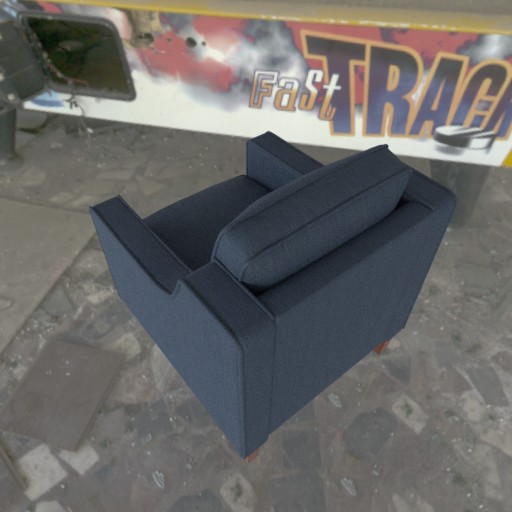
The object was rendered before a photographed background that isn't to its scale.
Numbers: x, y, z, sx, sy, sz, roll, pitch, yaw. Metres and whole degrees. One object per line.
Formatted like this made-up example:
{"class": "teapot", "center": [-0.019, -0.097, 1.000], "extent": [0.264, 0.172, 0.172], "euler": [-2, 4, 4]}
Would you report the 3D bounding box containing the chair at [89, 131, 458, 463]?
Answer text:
{"class": "chair", "center": [0.000, 0.000, 1.624], "extent": [0.831, 0.960, 0.909], "euler": [-30, 53, -26]}
